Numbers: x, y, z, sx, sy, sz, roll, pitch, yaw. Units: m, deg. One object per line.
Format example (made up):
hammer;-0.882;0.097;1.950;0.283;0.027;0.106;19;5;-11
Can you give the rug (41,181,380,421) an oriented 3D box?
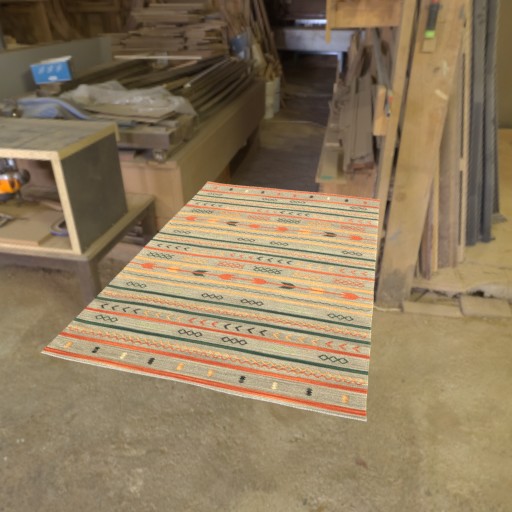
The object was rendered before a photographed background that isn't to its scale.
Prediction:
rug;0.000;0.000;2.316;1.220;0.017;1.835;8;32;13
